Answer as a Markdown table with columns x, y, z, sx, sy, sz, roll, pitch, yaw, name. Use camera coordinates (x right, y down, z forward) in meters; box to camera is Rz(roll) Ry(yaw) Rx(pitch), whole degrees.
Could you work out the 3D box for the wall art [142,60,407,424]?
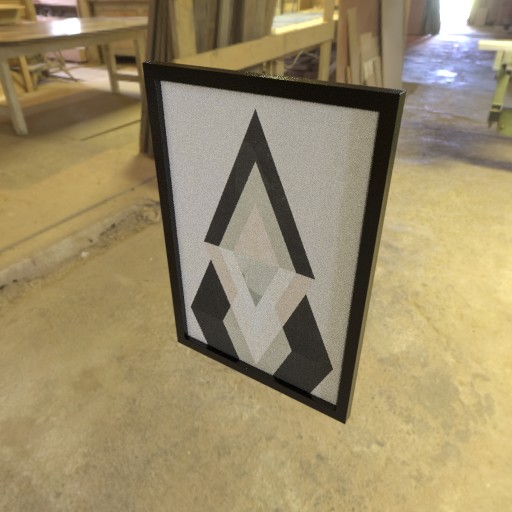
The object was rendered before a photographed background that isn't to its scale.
| x | y | z | sx | sy | sz | roll | pitch | yaw | name |
| --- | --- | --- | --- | --- | --- | --- | --- | --- | --- |
| 0.000 | 0.000 | 0.591 | 0.314 | 0.455 | 0.019 | 19 | 37 | 27 | wall art |
